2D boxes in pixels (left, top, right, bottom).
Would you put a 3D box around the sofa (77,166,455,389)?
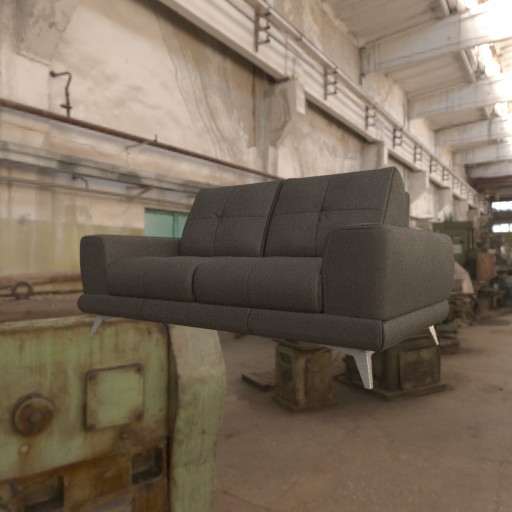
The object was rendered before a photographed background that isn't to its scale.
[{"bbox_3d":[0.000,0.000,2.369,1.806,0.907,1.018,0,0,36],"label":"sofa"}]
